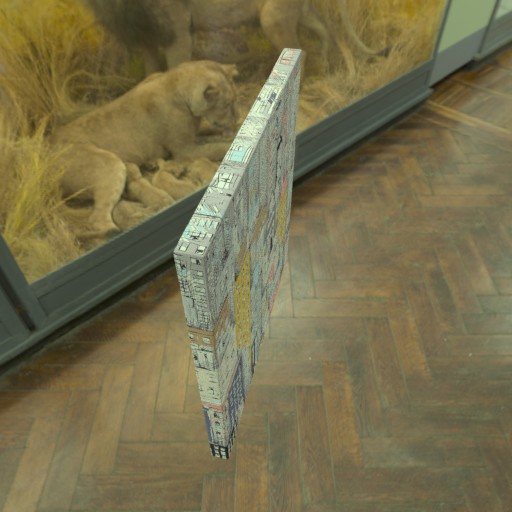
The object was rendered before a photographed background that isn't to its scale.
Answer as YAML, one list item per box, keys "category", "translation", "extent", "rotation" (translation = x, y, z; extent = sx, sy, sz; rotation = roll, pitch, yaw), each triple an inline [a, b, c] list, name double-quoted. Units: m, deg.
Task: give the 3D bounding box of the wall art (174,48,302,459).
- category: "wall art"
  translation: [0.000, 0.000, 1.145]
  extent: [0.048, 0.762, 0.761]
  rotation: [10, 47, 10]
